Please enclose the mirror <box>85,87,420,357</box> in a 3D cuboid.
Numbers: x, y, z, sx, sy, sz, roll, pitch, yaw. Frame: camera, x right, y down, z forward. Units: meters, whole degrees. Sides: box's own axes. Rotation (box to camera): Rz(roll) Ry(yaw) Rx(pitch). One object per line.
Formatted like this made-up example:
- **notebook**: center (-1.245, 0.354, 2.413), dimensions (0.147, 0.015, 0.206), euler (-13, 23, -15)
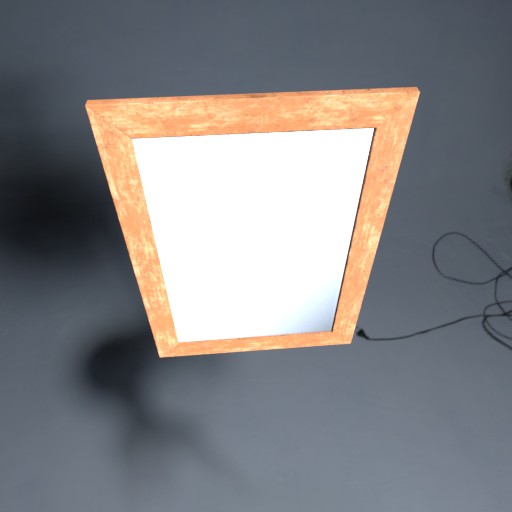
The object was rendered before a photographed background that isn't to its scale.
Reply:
- **mirror**: center (0.000, 0.000, 1.451), dimensions (0.796, 1.099, 0.028), euler (-3, 46, -3)
